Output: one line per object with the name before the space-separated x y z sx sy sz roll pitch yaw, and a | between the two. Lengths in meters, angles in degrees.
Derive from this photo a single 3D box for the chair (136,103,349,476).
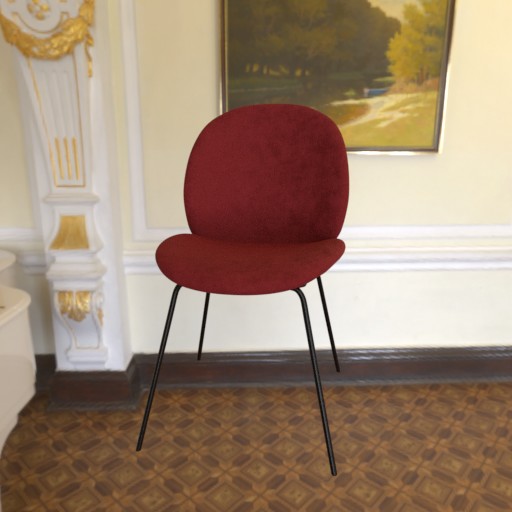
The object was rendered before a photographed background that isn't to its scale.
chair | 0.000 0.000 1.128 0.458 0.791 0.587 2 13 10
